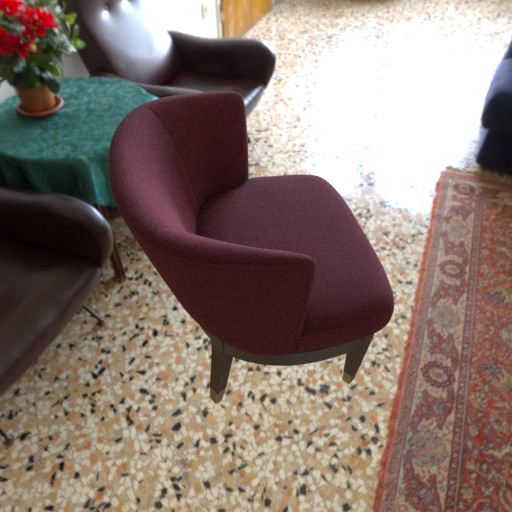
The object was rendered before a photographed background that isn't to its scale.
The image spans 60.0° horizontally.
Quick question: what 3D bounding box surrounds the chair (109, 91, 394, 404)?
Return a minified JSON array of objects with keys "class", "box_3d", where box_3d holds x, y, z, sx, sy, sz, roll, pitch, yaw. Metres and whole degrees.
[{"class":"chair","box_3d":[0.000,0.000,1.286,0.660,0.760,0.700,-9,47,-9]}]
